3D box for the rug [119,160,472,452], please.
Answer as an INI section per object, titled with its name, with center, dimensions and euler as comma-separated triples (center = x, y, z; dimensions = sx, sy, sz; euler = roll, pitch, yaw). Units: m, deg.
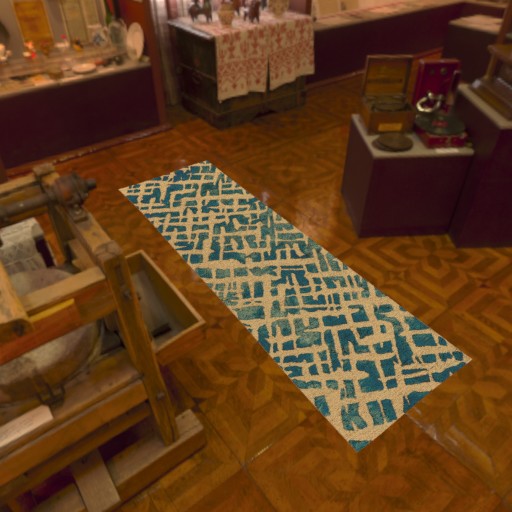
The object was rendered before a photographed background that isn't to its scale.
[rug]
center = 0.000, 0.000, 2.692
dimensions = 0.768, 0.011, 2.446
euler = -25, 46, -27
